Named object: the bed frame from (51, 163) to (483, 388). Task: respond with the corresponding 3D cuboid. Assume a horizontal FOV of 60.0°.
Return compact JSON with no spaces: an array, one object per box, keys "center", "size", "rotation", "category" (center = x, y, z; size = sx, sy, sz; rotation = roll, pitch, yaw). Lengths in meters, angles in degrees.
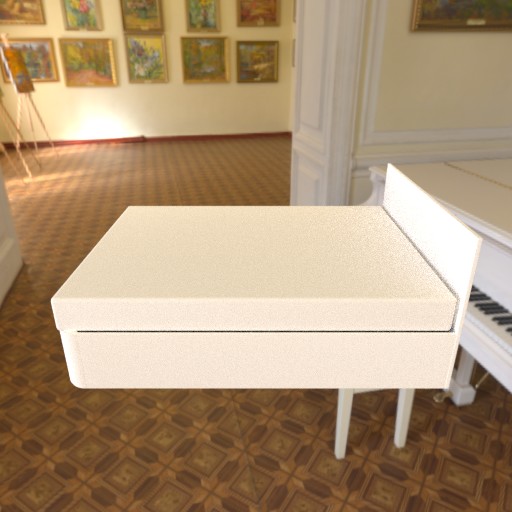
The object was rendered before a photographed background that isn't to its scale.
[{"center":[0.000,0.000,2.659],"size":[1.900,0.800,1.400],"rotation":[0,24,0],"category":"bed frame"}]
